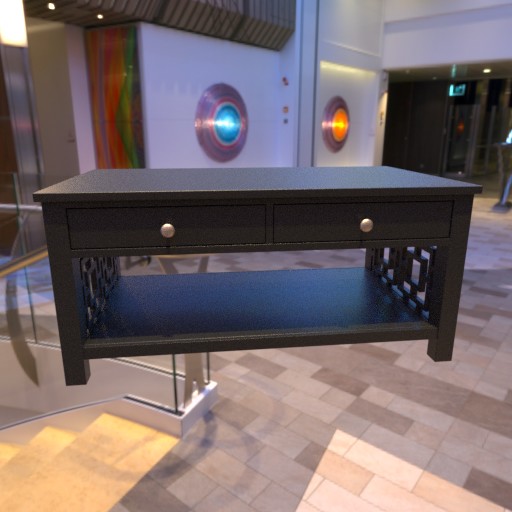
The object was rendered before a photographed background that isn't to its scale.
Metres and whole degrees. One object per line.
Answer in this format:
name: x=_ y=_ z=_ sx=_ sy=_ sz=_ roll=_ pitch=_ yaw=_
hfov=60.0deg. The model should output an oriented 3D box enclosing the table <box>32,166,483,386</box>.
table: x=0.000 y=0.000 z=1.389 sx=1.068 sy=0.493 sz=0.612 roll=-2 pitch=16 yaw=-7
